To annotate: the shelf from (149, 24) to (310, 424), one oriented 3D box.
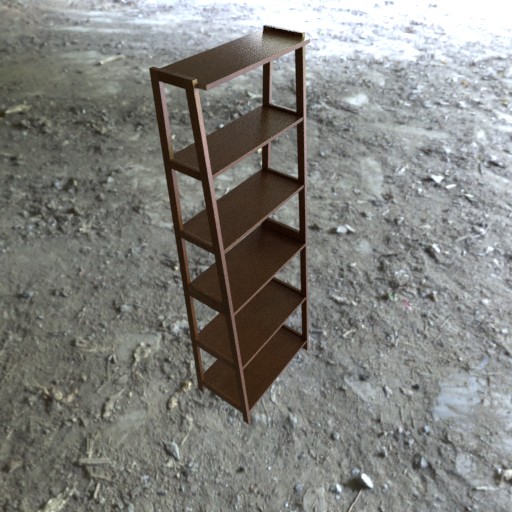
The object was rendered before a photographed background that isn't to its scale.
[{"bbox_3d":[0.000,0.000,2.178,0.382,1.892,0.660,26,48,26],"label":"shelf"}]
